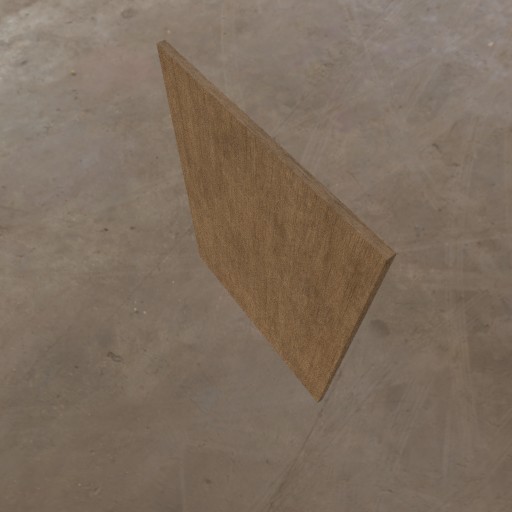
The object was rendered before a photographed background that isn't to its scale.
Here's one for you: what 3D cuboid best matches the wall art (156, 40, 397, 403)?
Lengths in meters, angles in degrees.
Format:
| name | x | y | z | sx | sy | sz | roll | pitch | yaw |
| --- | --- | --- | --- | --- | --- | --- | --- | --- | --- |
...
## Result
| name | x | y | z | sx | sy | sz | roll | pitch | yaw |
| --- | --- | --- | --- | --- | --- | --- | --- | --- | --- |
| wall art | 0.000 | 0.000 | 0.926 | 0.018 | 0.686 | 0.534 | -33 | 64 | -18 |
